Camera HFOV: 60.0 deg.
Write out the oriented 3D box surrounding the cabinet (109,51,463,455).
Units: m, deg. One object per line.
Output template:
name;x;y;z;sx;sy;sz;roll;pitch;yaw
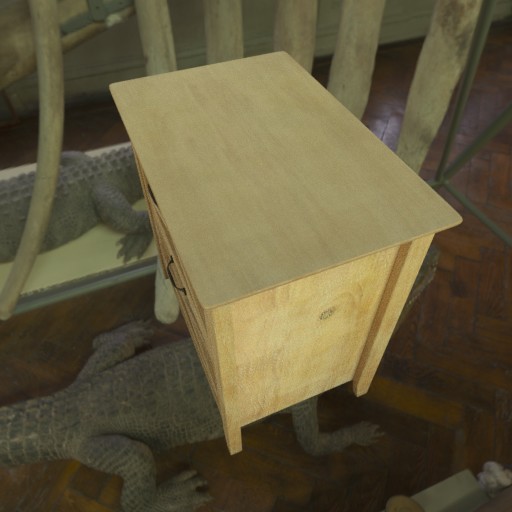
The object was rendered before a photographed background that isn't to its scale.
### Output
cabinet;0.000;0.000;1.254;0.503;0.762;0.763;-18;51;-15
